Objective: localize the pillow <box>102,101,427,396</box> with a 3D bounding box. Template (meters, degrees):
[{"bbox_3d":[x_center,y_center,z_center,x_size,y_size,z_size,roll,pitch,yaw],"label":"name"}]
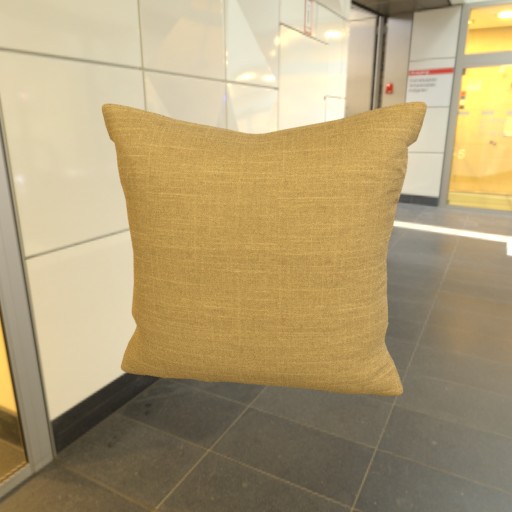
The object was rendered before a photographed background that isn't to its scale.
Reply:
[{"bbox_3d":[0.000,0.000,0.611,0.424,0.400,0.169,3,17,8],"label":"pillow"}]
